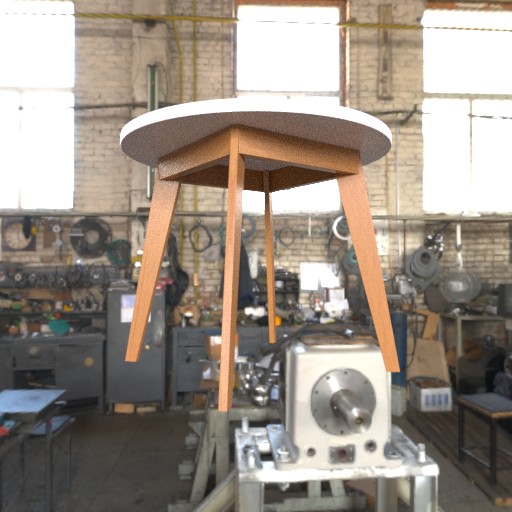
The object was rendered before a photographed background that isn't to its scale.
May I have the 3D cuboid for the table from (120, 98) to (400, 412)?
[{"bbox_3d":[0.000,0.000,1.527,0.896,0.762,0.896,0,-1,0],"label":"table"}]
